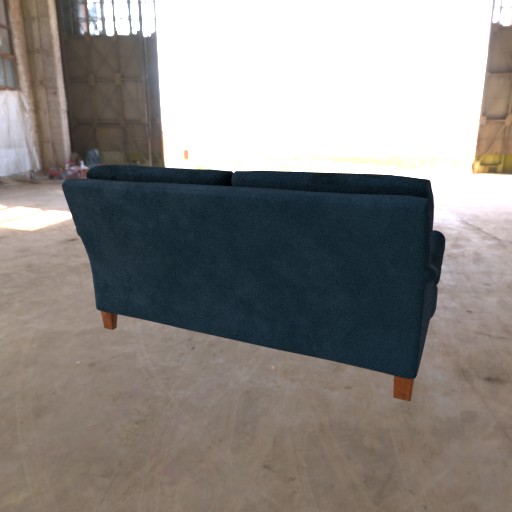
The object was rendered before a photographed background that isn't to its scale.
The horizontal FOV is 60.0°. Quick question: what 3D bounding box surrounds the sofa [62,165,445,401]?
[{"bbox_3d":[0.000,0.000,2.763,2.141,1.101,1.084,7,17,25],"label":"sofa"}]
